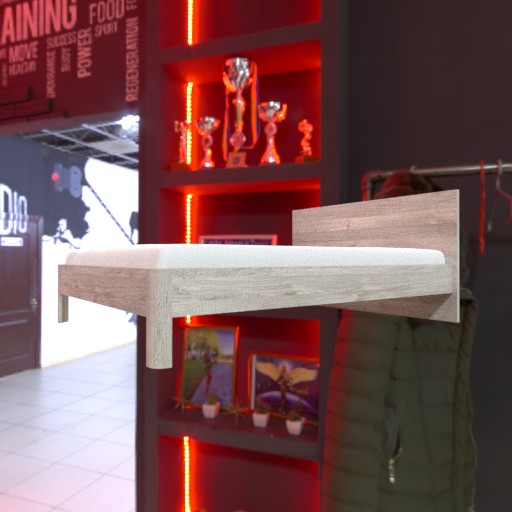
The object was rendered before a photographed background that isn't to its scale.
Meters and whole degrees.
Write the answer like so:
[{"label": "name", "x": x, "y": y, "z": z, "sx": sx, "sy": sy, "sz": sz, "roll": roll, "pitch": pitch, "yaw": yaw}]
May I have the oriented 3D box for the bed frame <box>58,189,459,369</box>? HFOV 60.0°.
[{"label": "bed frame", "x": 0.000, "y": 0.000, "z": 2.691, "sx": 1.950, "sy": 0.800, "sz": 1.490, "roll": 0, "pitch": 0, "yaw": -37}]
